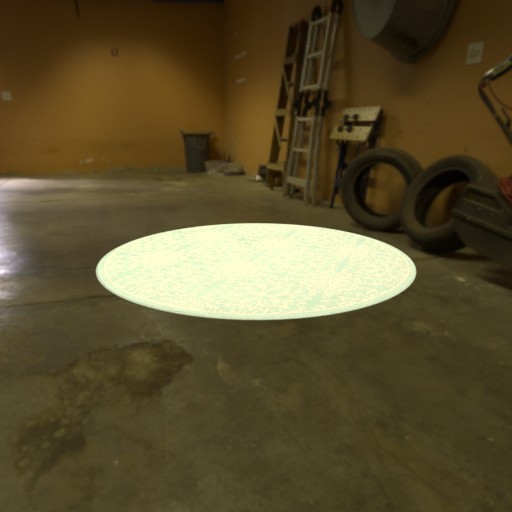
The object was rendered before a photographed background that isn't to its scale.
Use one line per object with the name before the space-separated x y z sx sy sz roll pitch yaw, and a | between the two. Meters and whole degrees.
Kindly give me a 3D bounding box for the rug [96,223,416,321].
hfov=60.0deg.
rug | 0.000 0.000 2.331 1.593 0.012 1.593 0 16 0
